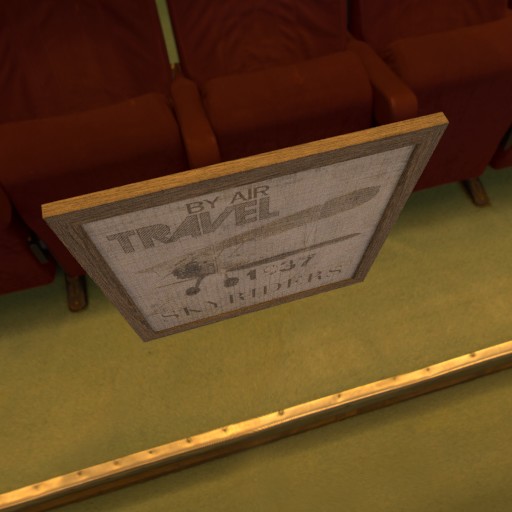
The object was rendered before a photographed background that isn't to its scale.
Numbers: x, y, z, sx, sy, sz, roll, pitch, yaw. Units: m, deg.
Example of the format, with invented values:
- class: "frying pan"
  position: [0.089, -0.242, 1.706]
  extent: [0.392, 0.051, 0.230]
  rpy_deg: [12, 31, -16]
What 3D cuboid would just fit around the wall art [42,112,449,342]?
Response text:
- class: "wall art"
  position: [0.000, 0.000, 0.764]
  extent: [0.508, 0.508, 0.019]
  rpy_deg: [-15, 64, -7]
